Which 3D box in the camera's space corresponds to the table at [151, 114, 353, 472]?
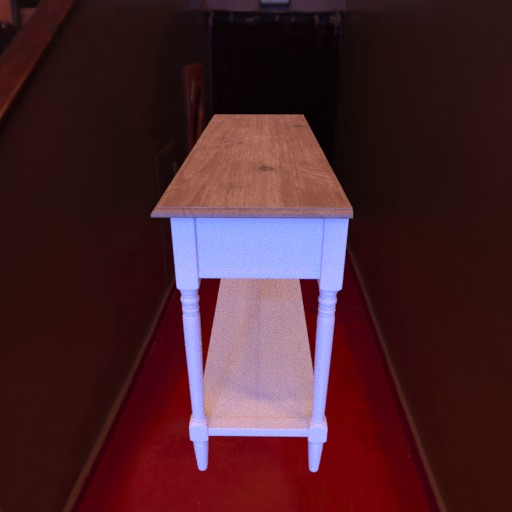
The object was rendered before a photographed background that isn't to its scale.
[{"bbox_3d":[0.000,0.000,1.590,0.399,0.800,1.219,0,26,1],"label":"table"}]
